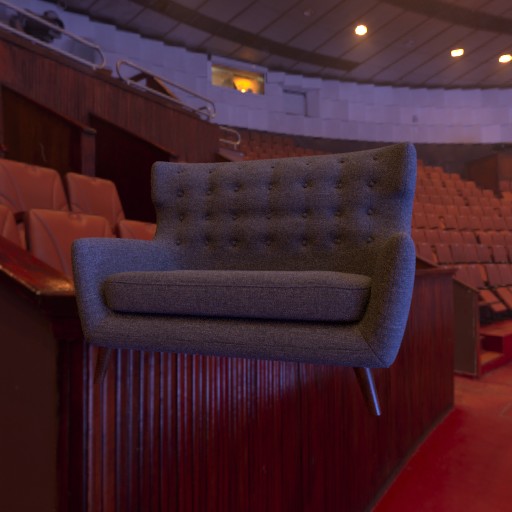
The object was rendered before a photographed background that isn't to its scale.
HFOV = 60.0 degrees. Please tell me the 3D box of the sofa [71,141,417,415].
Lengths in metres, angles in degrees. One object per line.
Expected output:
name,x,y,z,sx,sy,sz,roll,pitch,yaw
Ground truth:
sofa,0.000,0.000,1.978,1.358,1.028,0.874,0,0,19
